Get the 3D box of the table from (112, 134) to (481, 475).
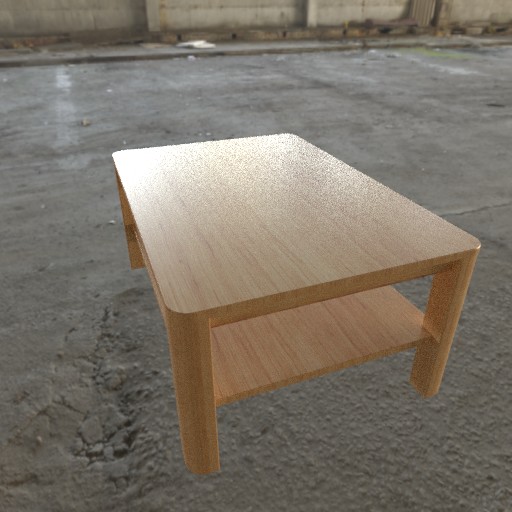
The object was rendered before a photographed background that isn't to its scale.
[{"bbox_3d":[0.000,0.000,1.360,0.696,0.445,0.997,-11,32,-18],"label":"table"}]
